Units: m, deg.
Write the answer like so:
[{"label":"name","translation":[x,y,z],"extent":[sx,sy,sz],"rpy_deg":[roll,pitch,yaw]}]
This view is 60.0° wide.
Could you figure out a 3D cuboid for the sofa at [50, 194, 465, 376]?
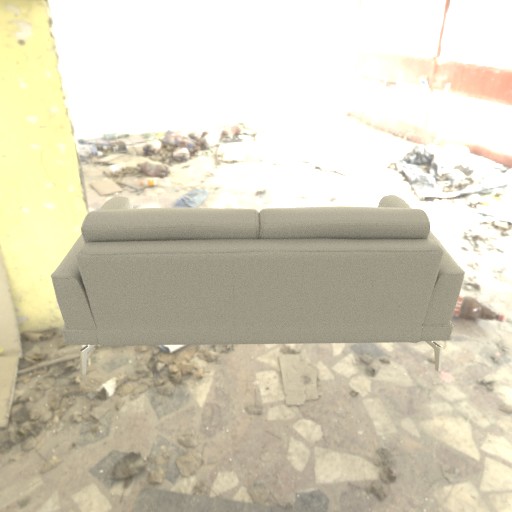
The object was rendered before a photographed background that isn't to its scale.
[{"label":"sofa","translation":[0.000,0.000,2.773],"extent":[2.177,0.930,1.121],"rpy_deg":[0,29,-1]}]
